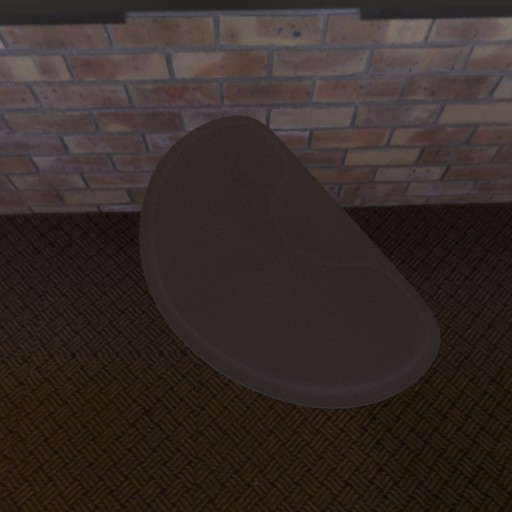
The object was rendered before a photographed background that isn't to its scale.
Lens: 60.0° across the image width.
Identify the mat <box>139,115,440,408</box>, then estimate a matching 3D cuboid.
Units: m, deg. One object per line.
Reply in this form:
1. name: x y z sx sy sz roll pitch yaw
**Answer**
1. mat: 0.000 0.000 1.880 0.913 0.013 1.524 -31 67 -15
